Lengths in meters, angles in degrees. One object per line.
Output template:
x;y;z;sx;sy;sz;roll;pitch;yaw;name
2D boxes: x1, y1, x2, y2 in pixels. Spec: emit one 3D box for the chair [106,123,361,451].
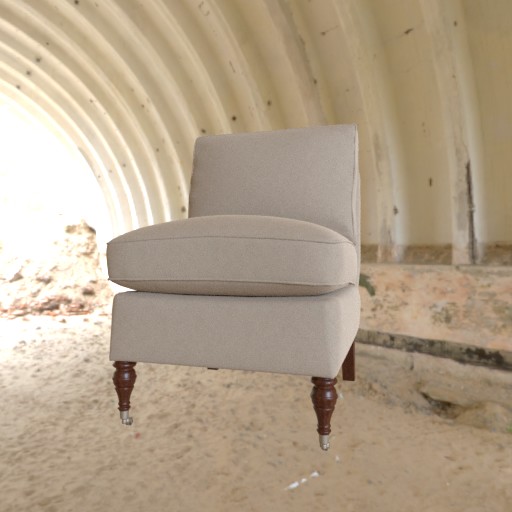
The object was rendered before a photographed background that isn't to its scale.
0.000;0.000;1.634;0.724;1.052;0.912;0;0;17;chair
